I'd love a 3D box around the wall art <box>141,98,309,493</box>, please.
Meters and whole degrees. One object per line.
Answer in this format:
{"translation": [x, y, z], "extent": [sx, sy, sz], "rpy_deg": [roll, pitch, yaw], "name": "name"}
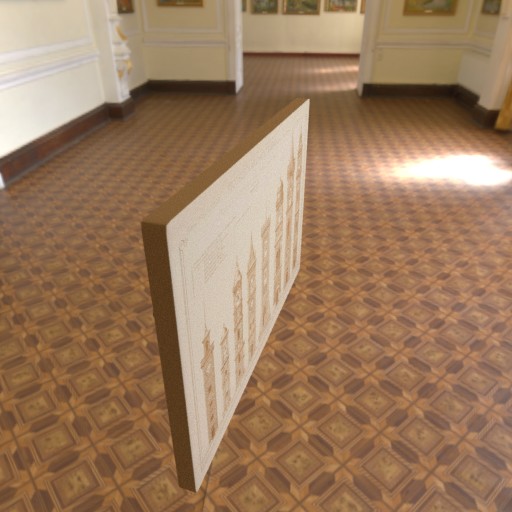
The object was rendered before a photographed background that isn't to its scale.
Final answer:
{"translation": [0.000, 0.000, 0.470], "extent": [0.019, 0.254, 0.380], "rpy_deg": [9, 32, 16], "name": "wall art"}
